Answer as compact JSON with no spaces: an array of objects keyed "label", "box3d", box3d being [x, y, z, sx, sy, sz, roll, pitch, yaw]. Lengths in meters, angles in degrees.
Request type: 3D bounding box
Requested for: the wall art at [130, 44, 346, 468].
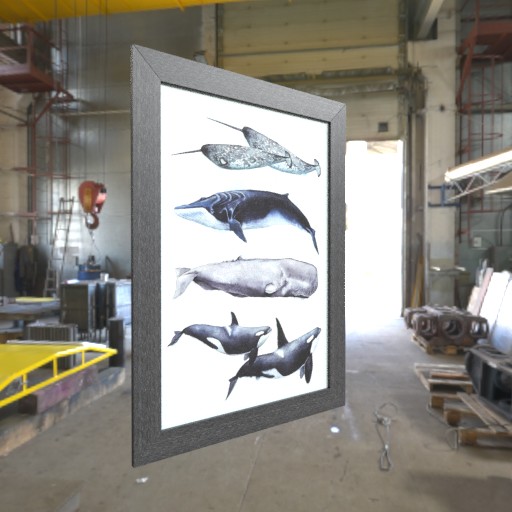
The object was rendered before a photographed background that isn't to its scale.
[{"label":"wall art","box3d":[0.000,0.000,1.411,0.810,1.116,0.016,0,1,-36]}]
